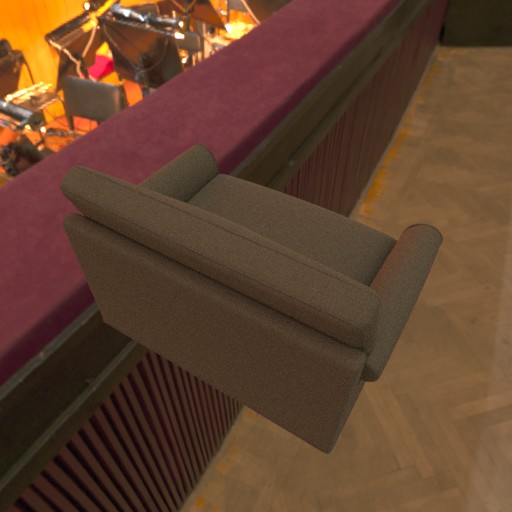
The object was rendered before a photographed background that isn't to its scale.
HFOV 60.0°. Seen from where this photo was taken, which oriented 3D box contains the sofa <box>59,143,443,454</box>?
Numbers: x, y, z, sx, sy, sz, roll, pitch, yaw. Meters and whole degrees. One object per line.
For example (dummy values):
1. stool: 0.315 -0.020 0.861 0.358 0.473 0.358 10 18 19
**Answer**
1. sofa: 0.000 0.000 2.017 1.410 0.953 0.940 24 50 22
